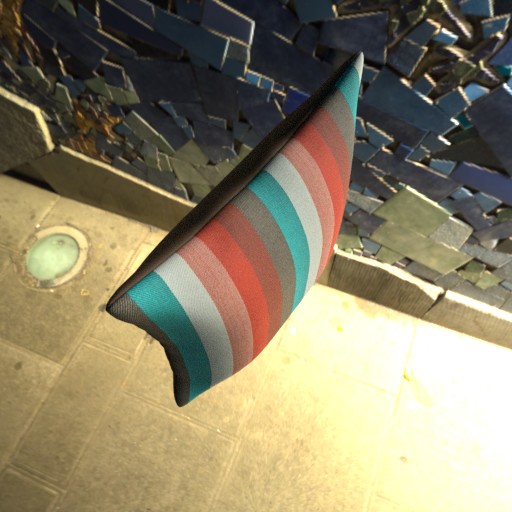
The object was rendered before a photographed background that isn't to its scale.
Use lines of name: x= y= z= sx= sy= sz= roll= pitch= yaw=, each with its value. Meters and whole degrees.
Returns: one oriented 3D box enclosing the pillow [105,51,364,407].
pillow: x=0.000 y=0.000 z=0.677 sx=0.168 sy=0.443 sz=0.453 roll=33 pitch=65 yaw=17
